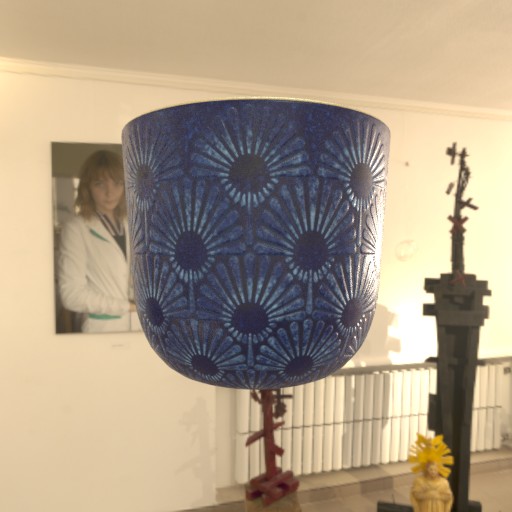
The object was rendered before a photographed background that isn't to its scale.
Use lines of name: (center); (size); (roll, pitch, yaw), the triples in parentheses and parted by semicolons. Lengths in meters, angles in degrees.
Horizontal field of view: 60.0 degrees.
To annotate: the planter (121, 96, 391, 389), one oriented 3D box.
planter: (0.000, 0.000, 0.293); (0.170, 0.153, 0.170); (0, 1, 0)
